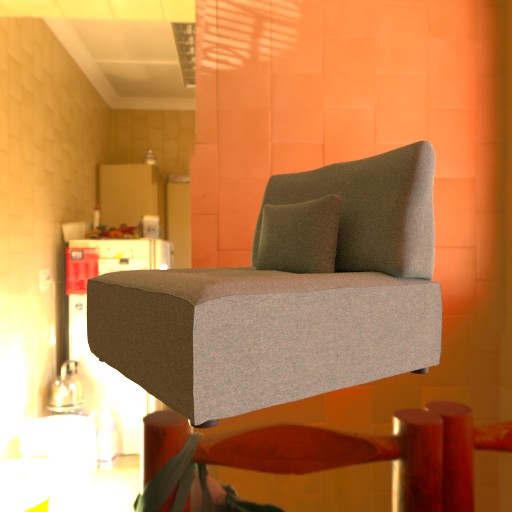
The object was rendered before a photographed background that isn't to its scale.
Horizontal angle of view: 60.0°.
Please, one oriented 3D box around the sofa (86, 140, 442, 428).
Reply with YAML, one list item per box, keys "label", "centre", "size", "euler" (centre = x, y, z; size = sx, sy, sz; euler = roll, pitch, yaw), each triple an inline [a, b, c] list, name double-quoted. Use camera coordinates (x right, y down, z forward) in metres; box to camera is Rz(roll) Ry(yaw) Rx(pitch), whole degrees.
- label: "sofa"
  centre: [0.000, 0.000, 1.671]
  size: [1.000, 0.820, 0.930]
  euler: [0, 1, -35]
